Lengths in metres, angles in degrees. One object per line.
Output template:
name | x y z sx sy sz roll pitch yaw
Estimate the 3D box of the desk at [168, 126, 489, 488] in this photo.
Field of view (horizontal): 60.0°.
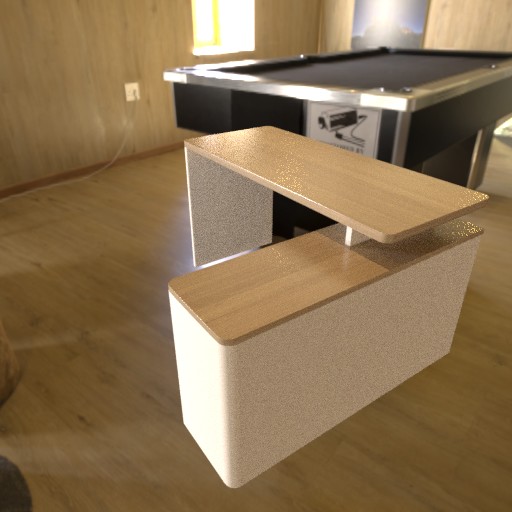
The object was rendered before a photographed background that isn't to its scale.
desk | 0.000 0.000 2.040 1.175 0.770 1.400 -19 34 -30
